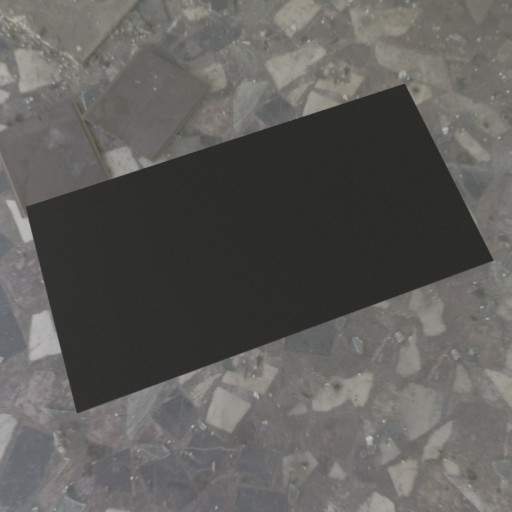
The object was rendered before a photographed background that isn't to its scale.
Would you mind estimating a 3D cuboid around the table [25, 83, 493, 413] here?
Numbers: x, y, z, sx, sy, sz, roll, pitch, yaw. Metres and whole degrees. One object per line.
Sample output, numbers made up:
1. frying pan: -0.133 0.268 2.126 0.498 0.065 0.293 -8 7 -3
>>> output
1. table: 0.000 0.000 1.323 1.044 0.470 0.523 -19 77 -5
